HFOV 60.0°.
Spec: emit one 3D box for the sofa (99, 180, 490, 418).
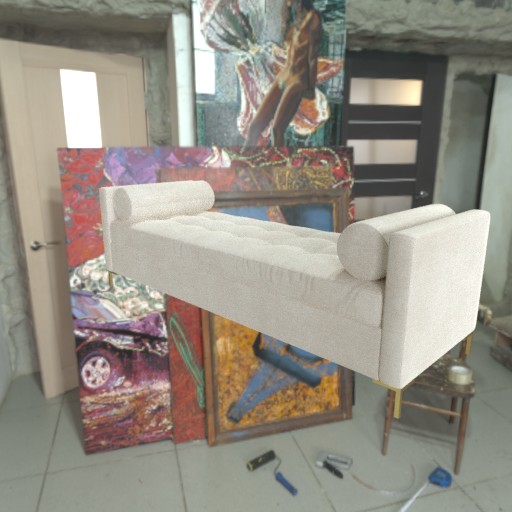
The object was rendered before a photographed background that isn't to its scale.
[{"bbox_3d":[0.000,0.000,2.284,1.981,0.635,0.686,14,20,43],"label":"sofa"}]
